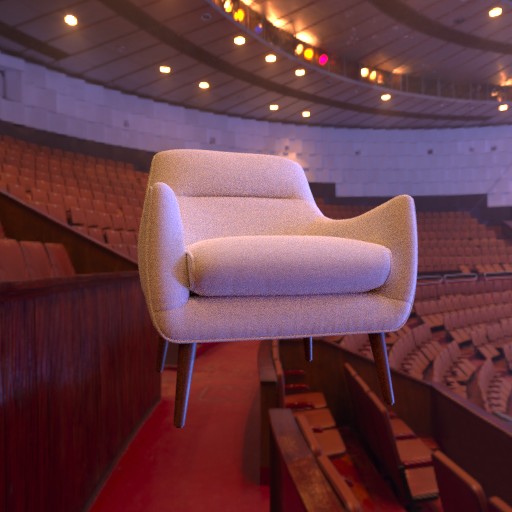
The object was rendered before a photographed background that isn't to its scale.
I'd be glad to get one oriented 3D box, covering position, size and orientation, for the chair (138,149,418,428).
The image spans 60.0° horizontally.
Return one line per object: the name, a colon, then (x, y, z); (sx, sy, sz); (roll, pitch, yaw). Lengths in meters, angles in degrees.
chair: (0.000, 0.000, 1.478); (0.762, 0.838, 0.787); (0, 0, -17)
